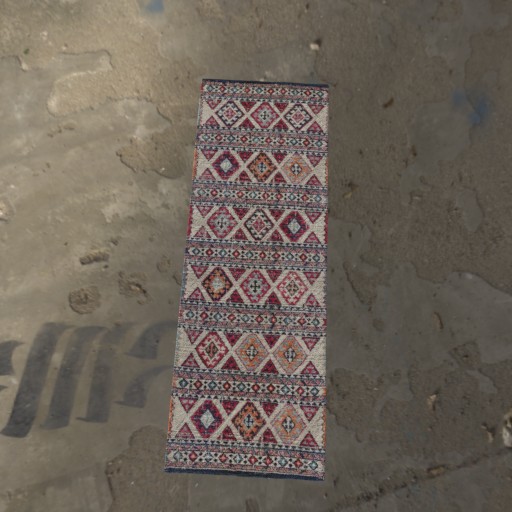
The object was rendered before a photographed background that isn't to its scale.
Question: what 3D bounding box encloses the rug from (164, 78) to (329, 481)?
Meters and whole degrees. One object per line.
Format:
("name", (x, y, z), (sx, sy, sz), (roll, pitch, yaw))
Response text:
("rug", (0.000, 0.000, 2.586), (0.832, 0.008, 2.362), (3, 75, 1))
